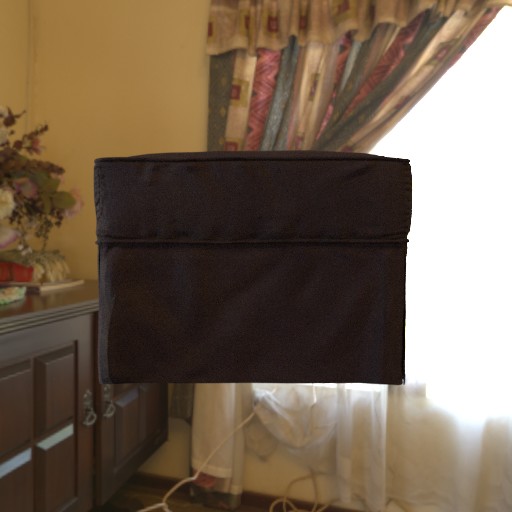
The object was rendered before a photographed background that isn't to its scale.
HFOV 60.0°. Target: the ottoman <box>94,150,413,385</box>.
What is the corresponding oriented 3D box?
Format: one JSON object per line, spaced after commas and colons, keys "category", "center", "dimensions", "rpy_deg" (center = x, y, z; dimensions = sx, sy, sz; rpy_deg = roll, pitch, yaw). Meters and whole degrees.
{"category": "ottoman", "center": [0.000, 0.000, 1.281], "dimensions": [0.637, 0.503, 0.938], "rpy_deg": [0, 2, 1]}
